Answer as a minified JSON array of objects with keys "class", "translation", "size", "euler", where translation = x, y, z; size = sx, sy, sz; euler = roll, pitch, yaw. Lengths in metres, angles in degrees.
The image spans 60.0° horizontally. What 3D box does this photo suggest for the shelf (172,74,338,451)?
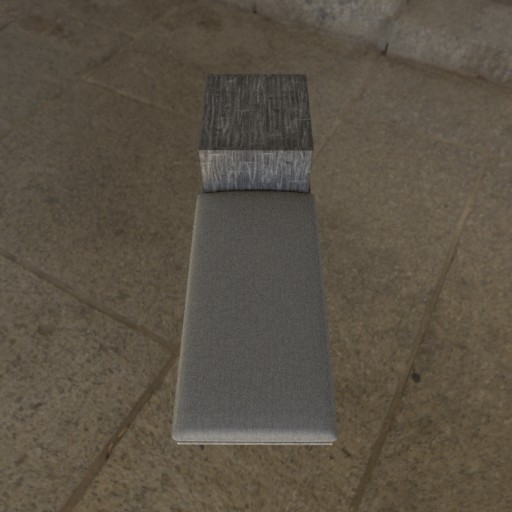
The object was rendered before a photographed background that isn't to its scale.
[{"class":"shelf","translation":[0.000,0.000,1.654],"size":[0.457,0.633,1.342],"euler":[0,56,0]}]
